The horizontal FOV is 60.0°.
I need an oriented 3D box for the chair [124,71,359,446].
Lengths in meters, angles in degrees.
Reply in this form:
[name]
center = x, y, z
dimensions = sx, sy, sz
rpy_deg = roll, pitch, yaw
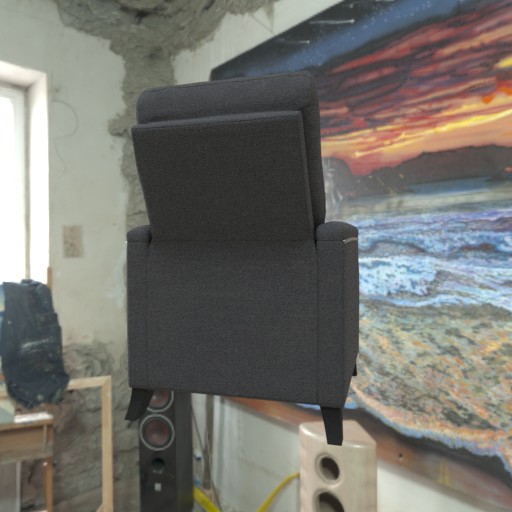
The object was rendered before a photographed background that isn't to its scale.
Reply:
[chair]
center = 0.000, 0.000, 1.638
dimensions = 0.710, 1.049, 0.922
rpy_deg = 0, 1, 16
